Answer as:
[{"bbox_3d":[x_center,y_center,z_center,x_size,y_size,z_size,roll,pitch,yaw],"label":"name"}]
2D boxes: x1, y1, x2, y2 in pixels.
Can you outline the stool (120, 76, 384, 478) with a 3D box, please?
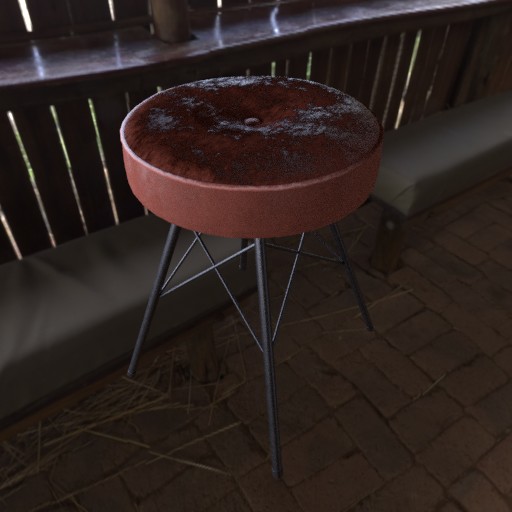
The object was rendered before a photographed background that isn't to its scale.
[{"bbox_3d":[0.000,0.000,0.880,0.421,0.593,0.457,24,46,26],"label":"stool"}]
